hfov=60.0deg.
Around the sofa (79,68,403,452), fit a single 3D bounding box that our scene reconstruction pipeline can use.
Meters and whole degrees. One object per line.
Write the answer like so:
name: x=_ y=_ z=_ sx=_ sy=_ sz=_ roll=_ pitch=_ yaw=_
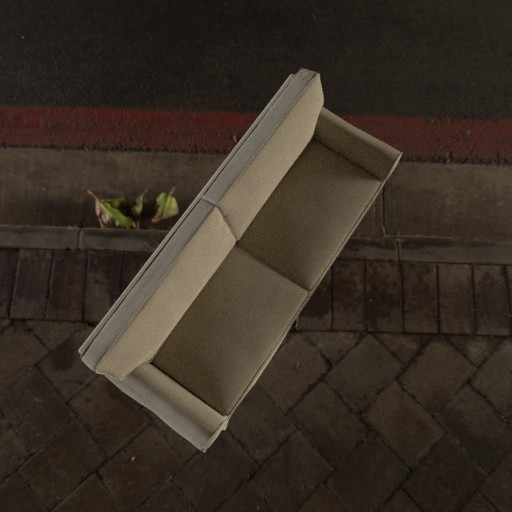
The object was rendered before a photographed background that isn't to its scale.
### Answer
sofa: x=0.000 y=0.000 z=2.833 sx=0.900 sy=1.014 sz=2.246 roll=34 pitch=78 yaw=8
